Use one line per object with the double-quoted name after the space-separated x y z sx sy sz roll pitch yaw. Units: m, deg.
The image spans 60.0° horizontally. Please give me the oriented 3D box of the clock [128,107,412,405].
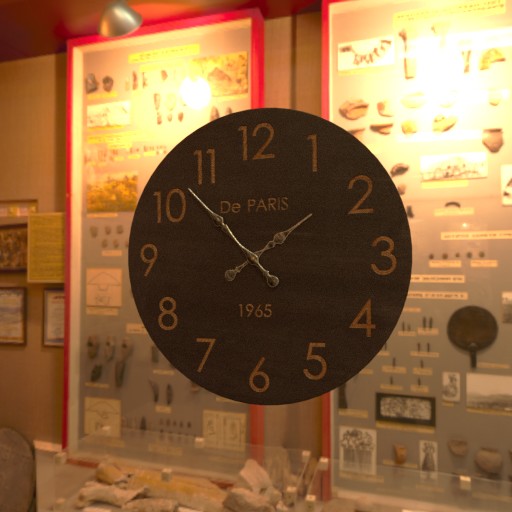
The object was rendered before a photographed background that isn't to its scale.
0.000 0.000 0.895 0.595 0.595 0.029 0 -1 18 "clock"
